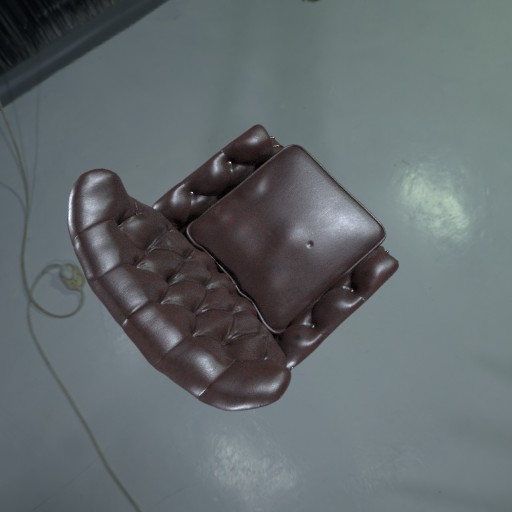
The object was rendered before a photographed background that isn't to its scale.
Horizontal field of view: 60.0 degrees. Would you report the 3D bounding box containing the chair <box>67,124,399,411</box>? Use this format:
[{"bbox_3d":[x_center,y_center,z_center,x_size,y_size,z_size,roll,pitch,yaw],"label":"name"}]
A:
[{"bbox_3d":[0.000,0.000,1.460,0.823,0.864,0.709,-41,79,-10],"label":"chair"}]
